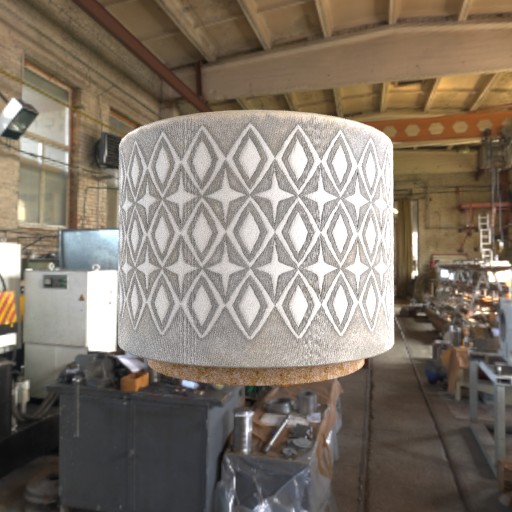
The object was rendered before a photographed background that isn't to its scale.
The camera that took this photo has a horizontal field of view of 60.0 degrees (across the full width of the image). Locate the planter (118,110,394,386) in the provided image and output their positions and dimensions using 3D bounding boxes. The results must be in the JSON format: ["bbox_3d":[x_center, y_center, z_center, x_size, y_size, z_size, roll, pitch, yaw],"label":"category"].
[{"bbox_3d":[0.000,0.000,0.277,0.164,0.127,0.164,0,-1,0],"label":"planter"}]
